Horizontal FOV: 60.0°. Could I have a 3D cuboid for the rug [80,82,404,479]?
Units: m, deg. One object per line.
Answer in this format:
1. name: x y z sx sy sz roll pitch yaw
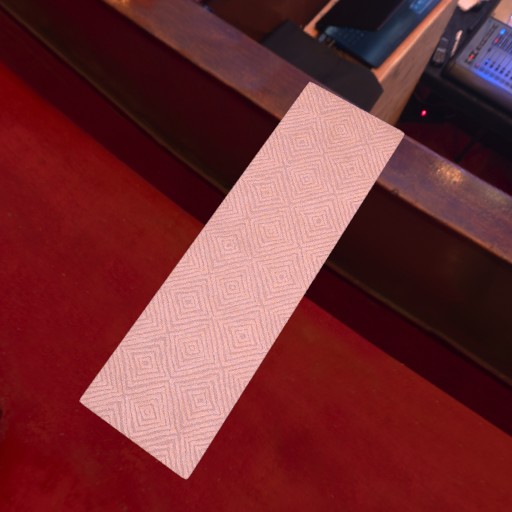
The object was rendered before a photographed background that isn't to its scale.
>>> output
1. rug: 0.000 0.000 2.473 0.676 0.008 2.277 32 77 9
